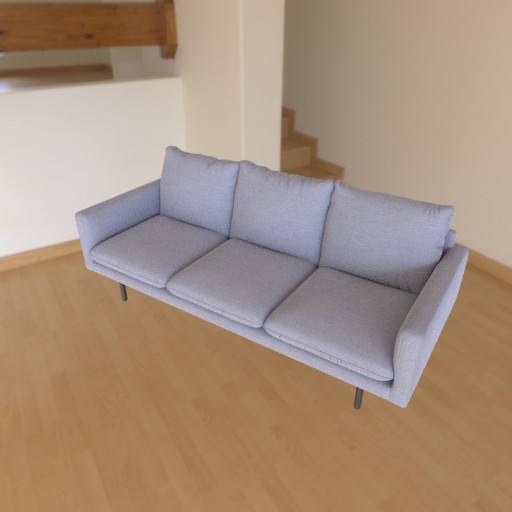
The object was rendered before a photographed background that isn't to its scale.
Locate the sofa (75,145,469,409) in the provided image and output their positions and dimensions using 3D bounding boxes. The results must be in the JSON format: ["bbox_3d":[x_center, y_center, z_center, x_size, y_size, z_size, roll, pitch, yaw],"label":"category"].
[{"bbox_3d":[0.000,0.000,2.451,2.000,0.830,0.850,18,34,29],"label":"sofa"}]
